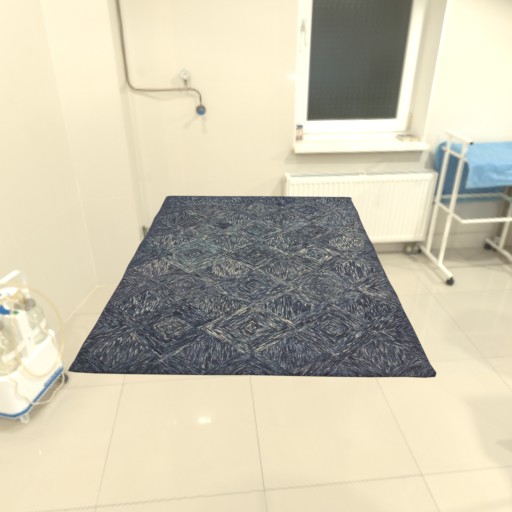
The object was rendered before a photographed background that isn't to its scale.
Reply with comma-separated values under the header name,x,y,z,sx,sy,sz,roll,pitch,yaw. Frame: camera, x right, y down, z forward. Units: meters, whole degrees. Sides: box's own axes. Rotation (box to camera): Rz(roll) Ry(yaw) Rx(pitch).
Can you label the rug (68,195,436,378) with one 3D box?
name,x,y,z,sx,sy,sz,roll,pitch,yaw
rug,0.000,0.000,4.269,2.385,0.024,3.245,0,28,1
